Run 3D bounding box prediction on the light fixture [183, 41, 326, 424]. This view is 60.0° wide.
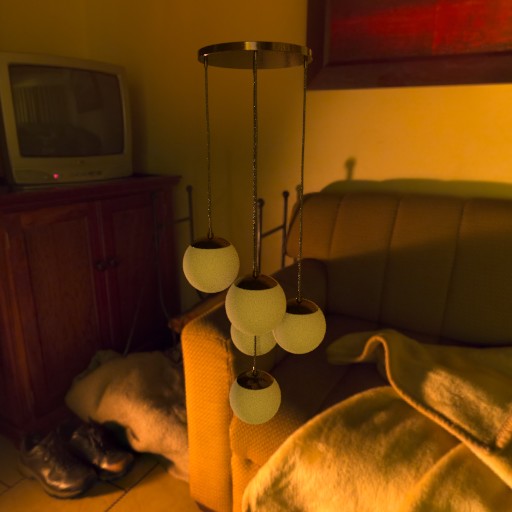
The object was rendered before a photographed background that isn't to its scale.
[{"bbox_3d":[0.000,0.000,1.505,0.489,1.271,0.484,2,15,9],"label":"light fixture"}]
